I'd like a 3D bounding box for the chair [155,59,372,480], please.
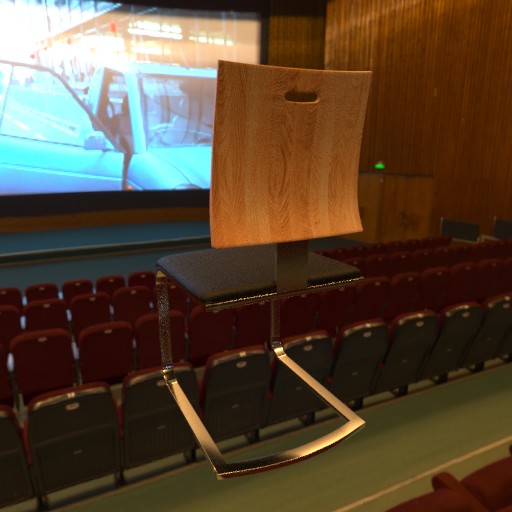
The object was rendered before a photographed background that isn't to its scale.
[{"bbox_3d":[0.000,0.000,1.241,0.462,0.936,0.560,-8,17,-26],"label":"chair"}]
